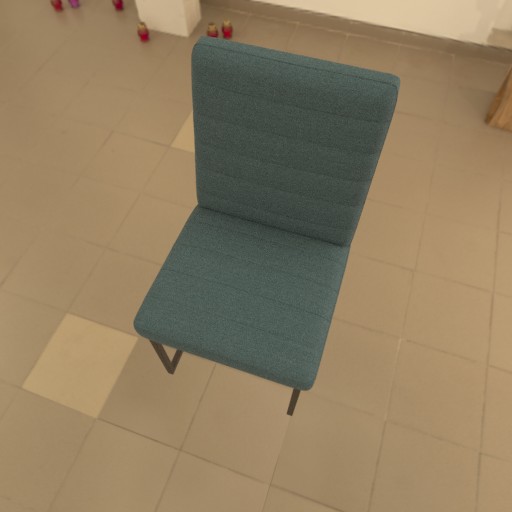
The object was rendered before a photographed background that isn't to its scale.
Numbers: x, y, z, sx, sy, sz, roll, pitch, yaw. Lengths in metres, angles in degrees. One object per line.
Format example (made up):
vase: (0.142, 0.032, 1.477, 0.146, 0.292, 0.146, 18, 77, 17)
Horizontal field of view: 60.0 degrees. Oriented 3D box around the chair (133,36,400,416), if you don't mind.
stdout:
chair: (0.000, 0.000, 1.300, 0.520, 0.930, 0.634, 16, 60, 10)
